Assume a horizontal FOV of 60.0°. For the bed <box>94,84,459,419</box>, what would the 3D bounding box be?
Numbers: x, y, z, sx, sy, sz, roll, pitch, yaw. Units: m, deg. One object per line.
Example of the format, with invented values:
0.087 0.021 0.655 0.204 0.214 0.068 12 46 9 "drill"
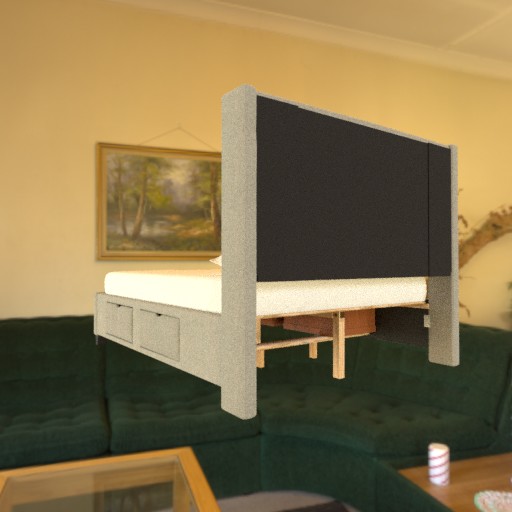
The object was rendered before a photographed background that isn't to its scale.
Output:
0.000 0.000 3.354 1.774 1.491 2.222 1 -1 -36 "bed"
